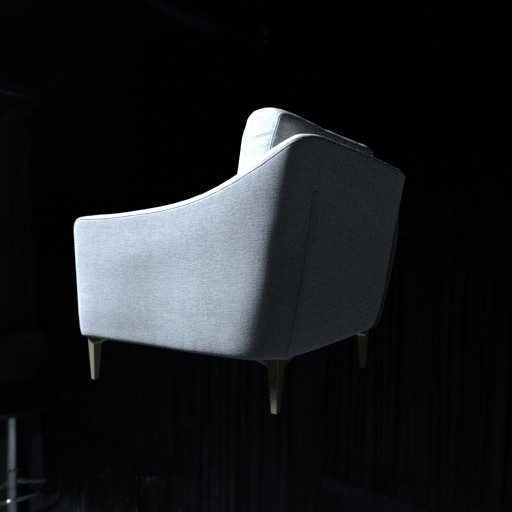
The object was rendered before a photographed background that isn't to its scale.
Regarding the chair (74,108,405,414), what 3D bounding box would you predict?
[{"bbox_3d":[0.000,0.000,1.723,0.961,0.902,0.986,1,1,37],"label":"chair"}]
